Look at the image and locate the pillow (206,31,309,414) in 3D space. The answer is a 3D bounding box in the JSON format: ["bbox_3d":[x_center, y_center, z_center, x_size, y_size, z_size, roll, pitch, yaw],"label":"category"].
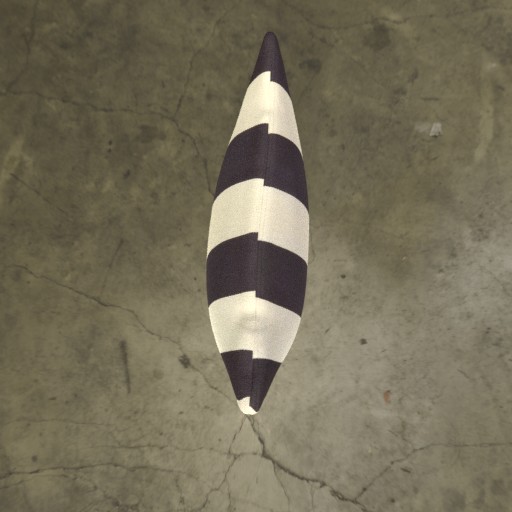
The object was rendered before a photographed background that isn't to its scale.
[{"bbox_3d":[0.000,0.000,0.822,0.189,0.526,0.536,2,76,0],"label":"pillow"}]
